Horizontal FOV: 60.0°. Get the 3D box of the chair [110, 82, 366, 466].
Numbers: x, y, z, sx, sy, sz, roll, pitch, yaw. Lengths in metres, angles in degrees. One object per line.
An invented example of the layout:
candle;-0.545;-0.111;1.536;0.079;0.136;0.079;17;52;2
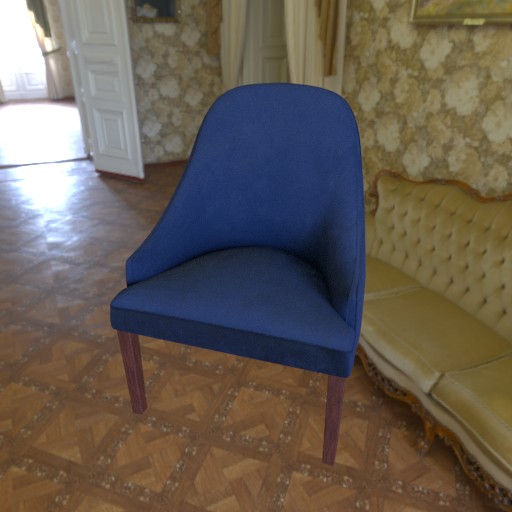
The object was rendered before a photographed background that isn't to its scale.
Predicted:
chair;0.000;0.000;1.279;0.643;0.889;0.575;8;28;16
